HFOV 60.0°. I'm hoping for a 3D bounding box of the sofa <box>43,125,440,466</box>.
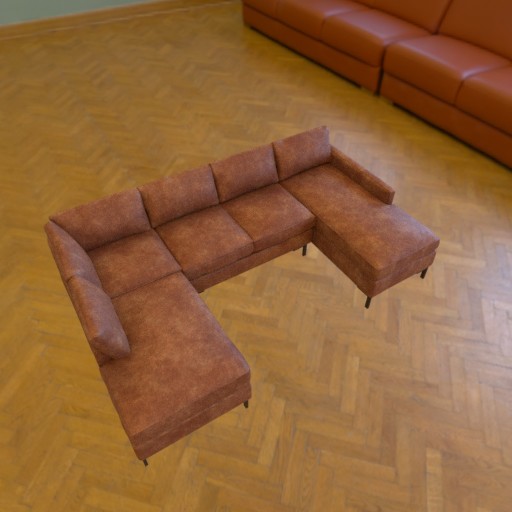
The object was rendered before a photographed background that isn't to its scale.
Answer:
[{"bbox_3d":[0.000,0.000,3.765,2.956,0.900,1.939,-24,49,-22],"label":"sofa"}]
